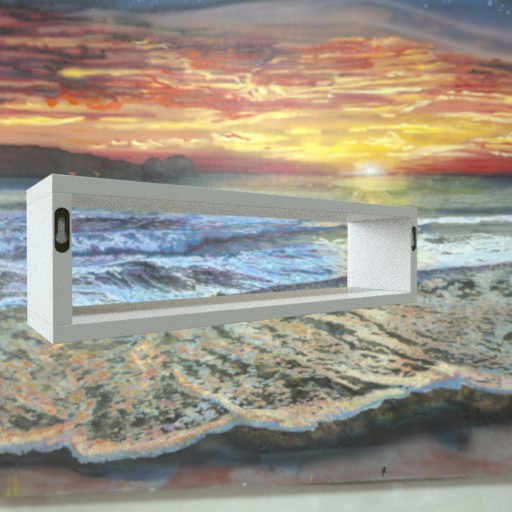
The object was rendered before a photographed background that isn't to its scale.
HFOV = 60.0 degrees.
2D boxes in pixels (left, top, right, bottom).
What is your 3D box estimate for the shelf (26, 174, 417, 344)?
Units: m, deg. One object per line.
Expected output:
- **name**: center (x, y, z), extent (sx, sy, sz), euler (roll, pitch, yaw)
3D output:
- **shelf**: center (0.000, 0.000, 0.681), extent (0.610, 0.170, 0.150), euler (-1, 1, -36)
